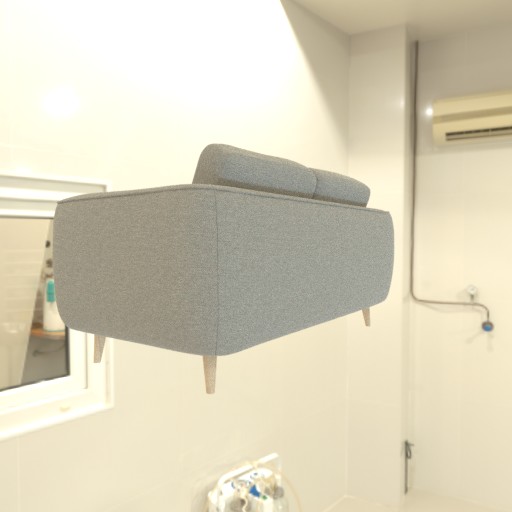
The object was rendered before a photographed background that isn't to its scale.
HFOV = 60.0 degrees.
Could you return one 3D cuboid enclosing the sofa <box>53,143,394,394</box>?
[{"bbox_3d":[0.000,0.000,2.195,0.920,0.850,1.700,2,3,36],"label":"sofa"}]
